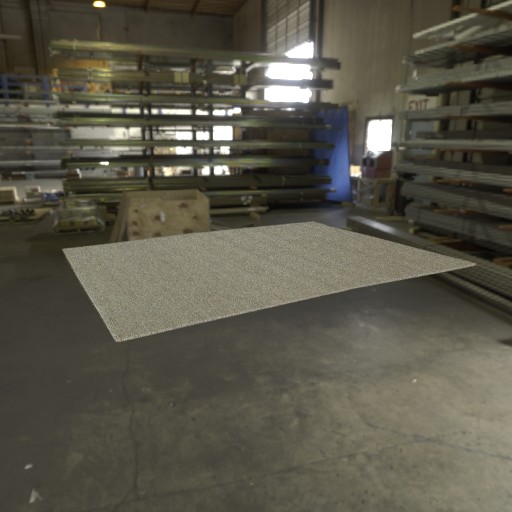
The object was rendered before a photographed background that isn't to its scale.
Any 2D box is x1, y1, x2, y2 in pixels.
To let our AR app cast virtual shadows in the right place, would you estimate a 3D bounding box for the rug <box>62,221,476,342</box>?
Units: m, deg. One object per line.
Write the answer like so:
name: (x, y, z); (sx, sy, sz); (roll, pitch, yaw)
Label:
rug: (0.000, 0.000, 4.823); (3.626, 0.051, 2.757); (-8, 17, -28)
